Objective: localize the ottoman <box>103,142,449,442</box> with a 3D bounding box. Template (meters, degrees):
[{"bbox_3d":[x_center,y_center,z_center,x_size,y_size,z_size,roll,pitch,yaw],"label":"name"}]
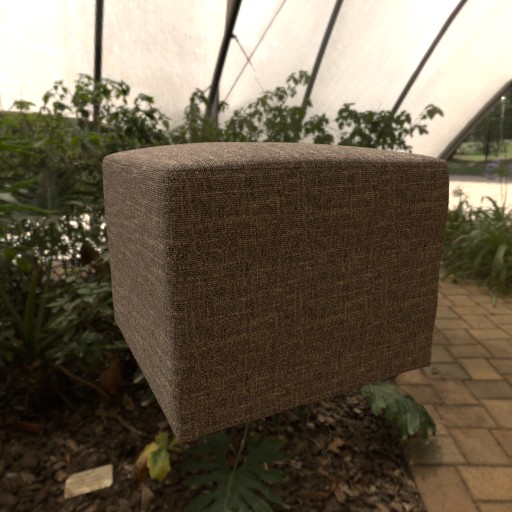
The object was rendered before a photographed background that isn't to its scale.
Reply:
[{"bbox_3d":[0.000,0.000,0.911,0.512,0.453,0.521,-7,16,-26],"label":"ottoman"}]
